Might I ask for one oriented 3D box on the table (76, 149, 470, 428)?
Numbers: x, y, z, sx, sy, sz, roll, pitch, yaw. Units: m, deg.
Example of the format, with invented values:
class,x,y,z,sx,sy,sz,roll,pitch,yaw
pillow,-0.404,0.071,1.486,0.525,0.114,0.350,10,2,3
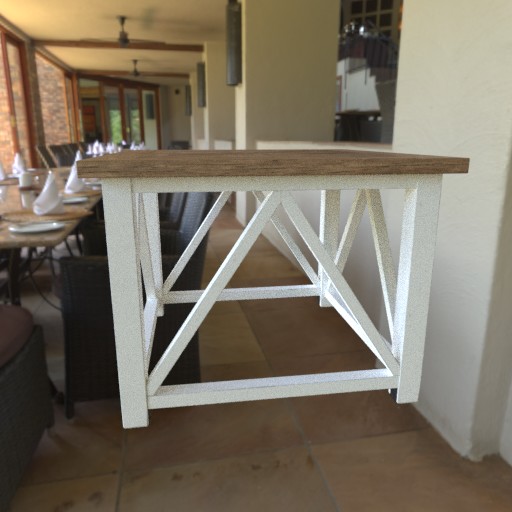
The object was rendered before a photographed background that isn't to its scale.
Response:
class,x,y,z,sx,sy,sz,roll,pitch,yaw
table,0.000,0.000,1.175,0.700,0.532,0.700,-2,15,-8
